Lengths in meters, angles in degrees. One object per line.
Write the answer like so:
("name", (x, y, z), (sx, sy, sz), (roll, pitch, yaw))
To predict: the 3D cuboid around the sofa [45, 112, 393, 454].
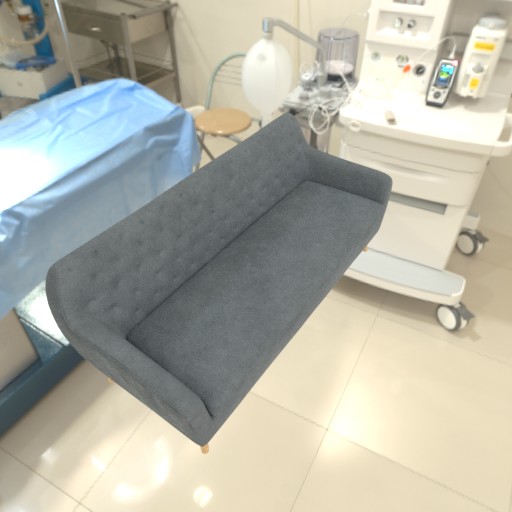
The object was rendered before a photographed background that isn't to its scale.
("sofa", (0.000, 0.000, 2.463), (0.841, 0.832, 1.975), (25, 48, 25))
